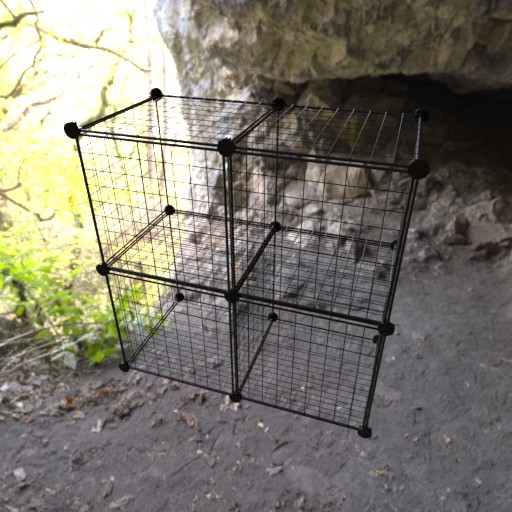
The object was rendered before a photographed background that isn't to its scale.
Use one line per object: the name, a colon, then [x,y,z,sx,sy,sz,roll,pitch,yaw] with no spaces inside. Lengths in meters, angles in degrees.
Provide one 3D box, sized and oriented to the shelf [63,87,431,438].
shelf: [0.000,0.000,1.135,0.711,0.711,0.356,10,34,16]
